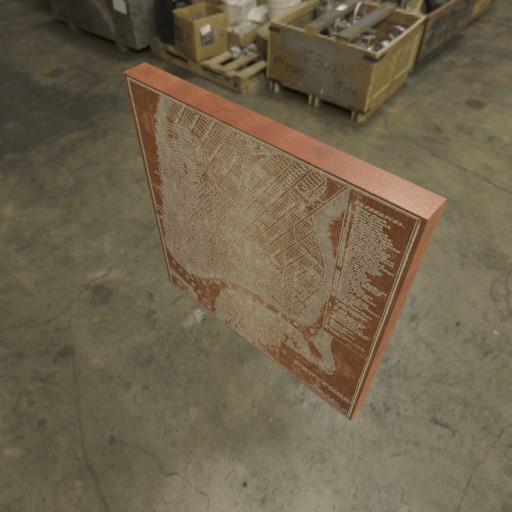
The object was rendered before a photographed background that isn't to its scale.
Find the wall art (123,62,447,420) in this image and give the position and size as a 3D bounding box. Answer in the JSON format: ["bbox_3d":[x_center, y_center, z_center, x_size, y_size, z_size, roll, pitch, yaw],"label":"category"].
[{"bbox_3d":[0.000,0.000,0.607,0.403,0.403,0.035,33,55,27],"label":"wall art"}]
